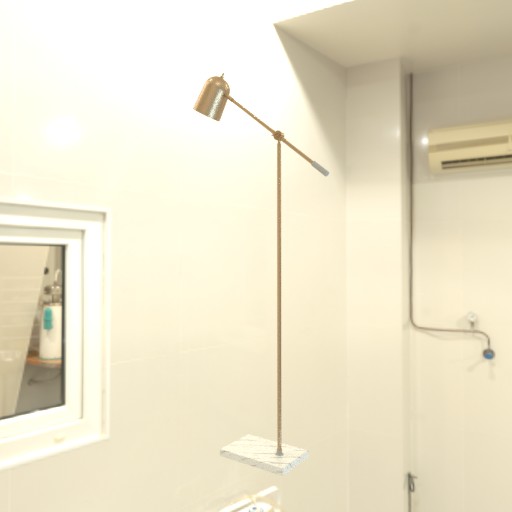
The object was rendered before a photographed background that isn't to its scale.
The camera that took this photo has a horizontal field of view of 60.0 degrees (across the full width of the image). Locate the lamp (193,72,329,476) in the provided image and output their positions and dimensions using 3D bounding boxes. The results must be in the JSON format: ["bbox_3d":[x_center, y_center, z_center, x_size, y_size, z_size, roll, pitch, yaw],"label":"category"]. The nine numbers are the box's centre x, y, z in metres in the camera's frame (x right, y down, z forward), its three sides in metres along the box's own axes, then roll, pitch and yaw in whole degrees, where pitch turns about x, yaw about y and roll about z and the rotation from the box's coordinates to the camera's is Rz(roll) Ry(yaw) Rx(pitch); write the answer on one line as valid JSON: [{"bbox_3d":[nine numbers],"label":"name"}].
[{"bbox_3d":[0.000,0.000,1.801,0.653,1.594,0.194,-1,-2,35],"label":"lamp"}]
